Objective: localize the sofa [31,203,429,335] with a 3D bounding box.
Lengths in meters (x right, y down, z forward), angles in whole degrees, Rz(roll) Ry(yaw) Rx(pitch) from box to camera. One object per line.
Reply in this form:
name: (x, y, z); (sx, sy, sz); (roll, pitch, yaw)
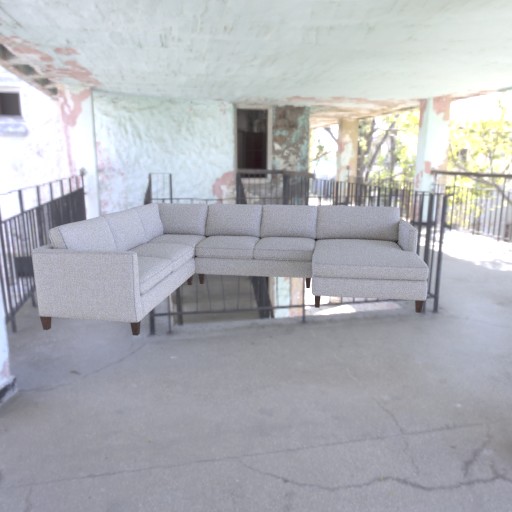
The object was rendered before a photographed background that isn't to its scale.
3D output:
sofa: (0.000, 0.000, 4.645); (3.403, 0.889, 2.551); (2, 12, 8)
